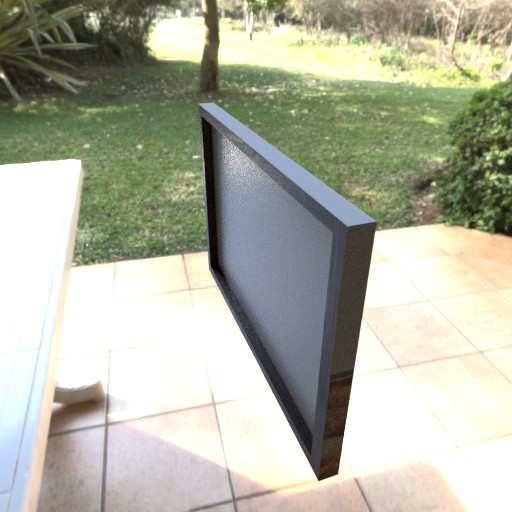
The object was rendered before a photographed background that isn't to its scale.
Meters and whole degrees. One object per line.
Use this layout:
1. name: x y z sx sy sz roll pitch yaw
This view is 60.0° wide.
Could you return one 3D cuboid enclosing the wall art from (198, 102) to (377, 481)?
1. wall art: 0.000 0.000 1.175 0.050 0.610 0.914 -10 32 -17
